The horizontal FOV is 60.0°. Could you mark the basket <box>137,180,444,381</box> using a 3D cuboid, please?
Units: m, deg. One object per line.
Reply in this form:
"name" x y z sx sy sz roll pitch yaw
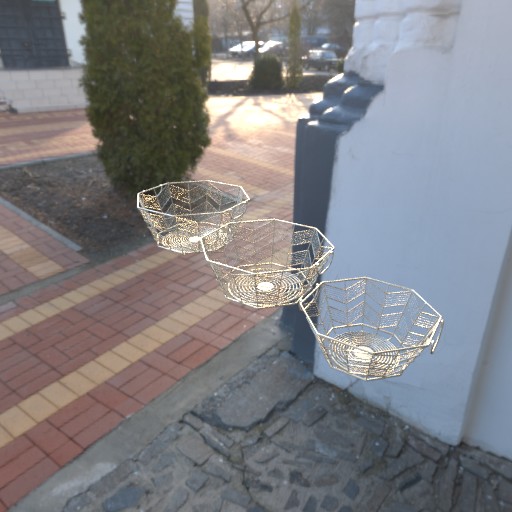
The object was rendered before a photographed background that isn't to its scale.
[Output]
"basket" 0.000 0.000 1.387 0.432 0.178 1.246 -17 30 -32
